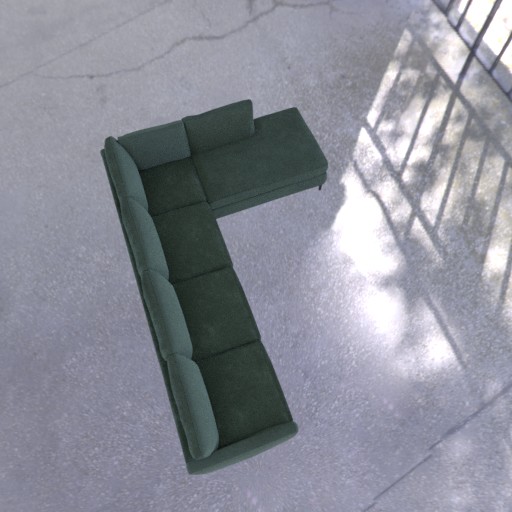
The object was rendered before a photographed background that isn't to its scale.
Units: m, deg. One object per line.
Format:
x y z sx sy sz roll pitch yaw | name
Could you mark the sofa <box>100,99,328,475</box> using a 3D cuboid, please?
0.000 0.000 3.233 1.707 0.687 2.486 -19 65 -9 | sofa
